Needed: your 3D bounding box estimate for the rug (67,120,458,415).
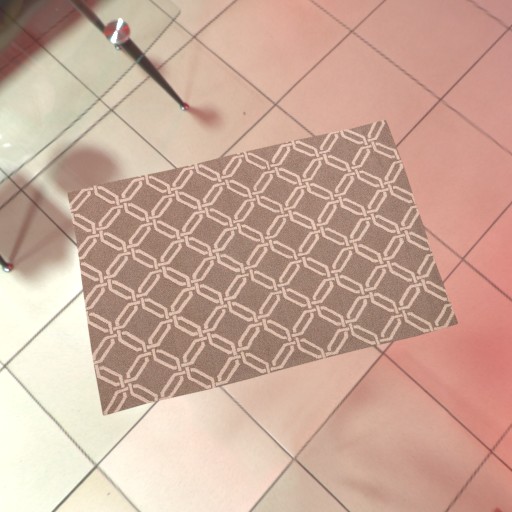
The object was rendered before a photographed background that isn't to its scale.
[{"bbox_3d":[0.000,0.000,2.221,1.748,0.010,1.142,-14,77,-3],"label":"rug"}]
